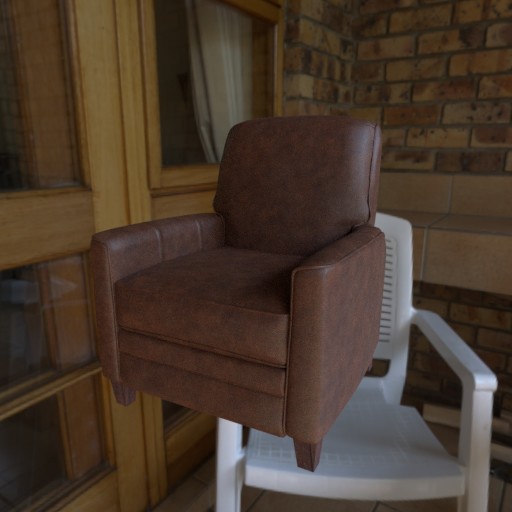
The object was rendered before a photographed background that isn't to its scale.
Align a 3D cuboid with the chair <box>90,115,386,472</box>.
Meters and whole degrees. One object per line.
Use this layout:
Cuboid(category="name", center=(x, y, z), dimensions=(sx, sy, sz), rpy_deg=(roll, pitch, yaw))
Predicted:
Cuboid(category="chair", center=(0.000, 0.000, 1.601), dimensions=(0.839, 1.010, 0.850), rpy_deg=(7, 16, 27))
